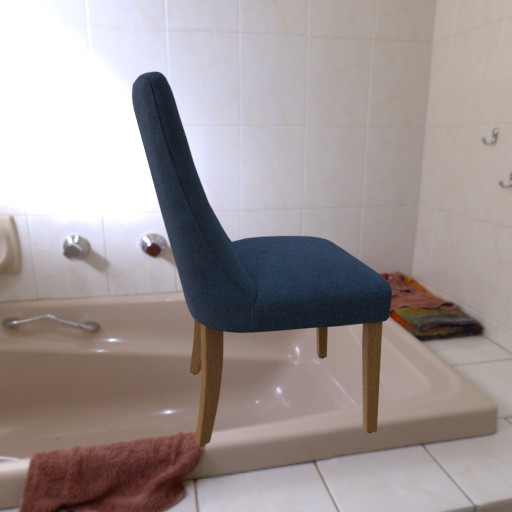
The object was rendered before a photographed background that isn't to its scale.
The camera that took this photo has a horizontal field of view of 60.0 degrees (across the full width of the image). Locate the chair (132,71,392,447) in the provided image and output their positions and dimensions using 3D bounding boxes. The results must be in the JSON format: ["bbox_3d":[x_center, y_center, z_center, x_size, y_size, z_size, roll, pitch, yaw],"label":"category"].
[{"bbox_3d":[0.000,0.000,1.244,0.609,0.902,0.495,-2,15,-9],"label":"chair"}]
